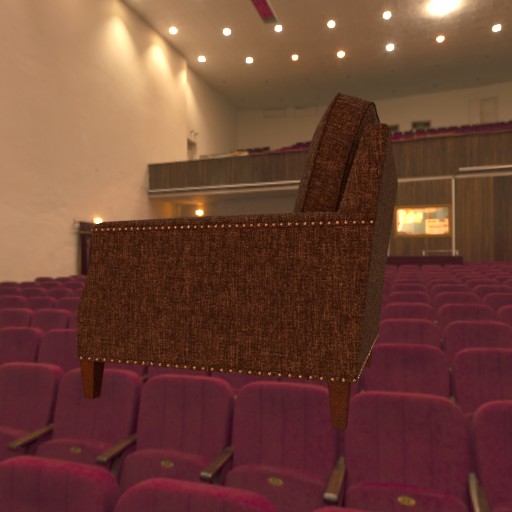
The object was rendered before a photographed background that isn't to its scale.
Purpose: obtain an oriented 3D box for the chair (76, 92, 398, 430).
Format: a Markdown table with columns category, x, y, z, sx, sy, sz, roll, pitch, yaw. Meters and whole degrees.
| category | x | y | z | sx | sy | sz | roll | pitch | yaw |
| --- | --- | --- | --- | --- | --- | --- | --- | --- | --- |
| chair | 0.000 | 0.000 | 1.689 | 1.014 | 0.943 | 0.853 | 0 | -1 | 19 |
